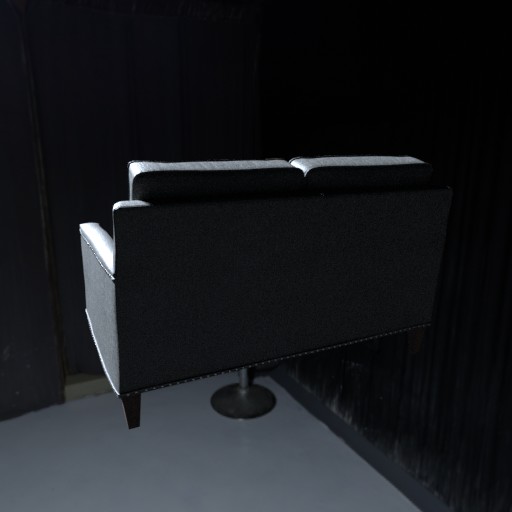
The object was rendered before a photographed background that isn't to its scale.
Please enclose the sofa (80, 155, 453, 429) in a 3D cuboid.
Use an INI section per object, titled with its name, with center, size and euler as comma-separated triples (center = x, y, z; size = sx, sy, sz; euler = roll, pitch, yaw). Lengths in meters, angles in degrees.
[sofa]
center = 0.000, 0.000, 2.246
size = 1.597, 1.003, 1.084
euler = -7, 15, -25
